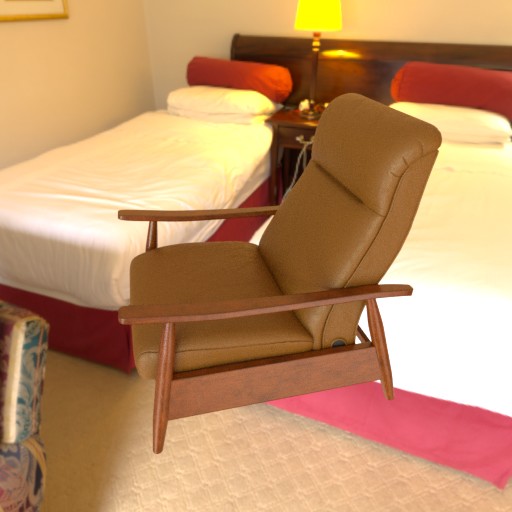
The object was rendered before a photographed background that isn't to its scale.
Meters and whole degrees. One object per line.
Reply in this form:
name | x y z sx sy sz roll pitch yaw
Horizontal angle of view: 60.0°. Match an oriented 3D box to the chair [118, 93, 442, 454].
chair | 0.000 0.000 1.722 1.014 1.082 0.762 -8 31 -13
